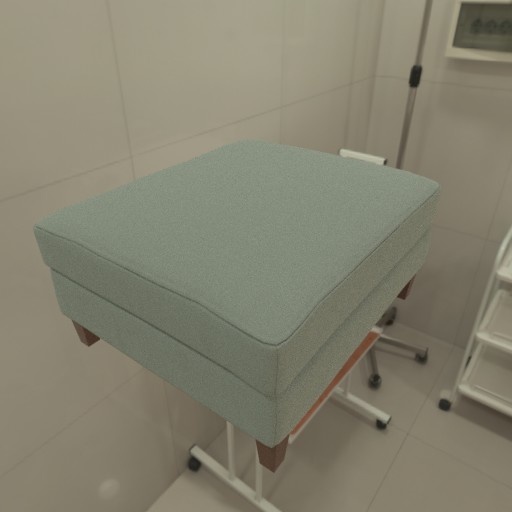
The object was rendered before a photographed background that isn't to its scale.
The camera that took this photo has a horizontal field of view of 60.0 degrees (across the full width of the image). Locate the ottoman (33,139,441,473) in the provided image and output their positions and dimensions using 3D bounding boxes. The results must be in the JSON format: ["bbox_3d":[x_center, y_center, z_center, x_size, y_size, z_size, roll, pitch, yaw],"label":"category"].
[{"bbox_3d":[0.000,0.000,1.432,0.842,0.494,0.991,21,37,31],"label":"ottoman"}]
